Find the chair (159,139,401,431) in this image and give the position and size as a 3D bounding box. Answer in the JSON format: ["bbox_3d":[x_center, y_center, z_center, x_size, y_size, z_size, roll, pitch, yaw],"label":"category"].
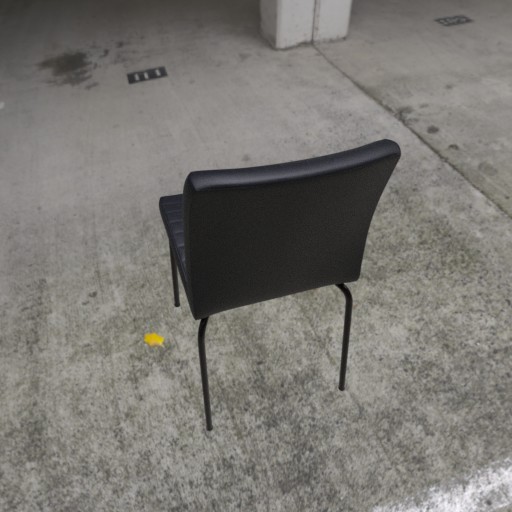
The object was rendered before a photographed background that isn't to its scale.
[{"bbox_3d":[0.000,0.000,1.181,0.450,0.872,0.572,-12,45,-13],"label":"chair"}]
